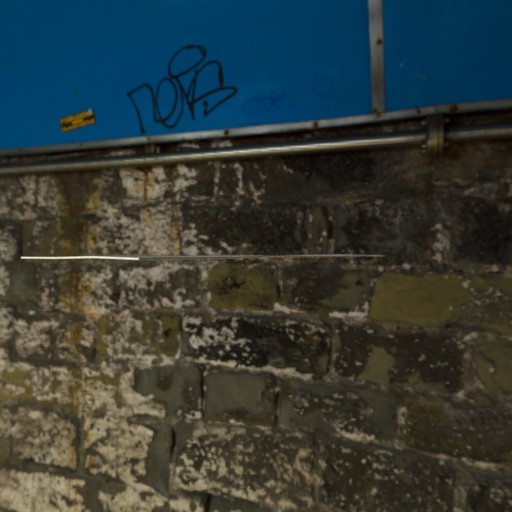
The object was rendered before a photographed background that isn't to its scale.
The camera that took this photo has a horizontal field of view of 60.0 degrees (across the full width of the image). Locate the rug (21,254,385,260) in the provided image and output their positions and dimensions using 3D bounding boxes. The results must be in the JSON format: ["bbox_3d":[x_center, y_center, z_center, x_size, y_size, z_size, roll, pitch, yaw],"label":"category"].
[{"bbox_3d":[0.000,0.000,2.687,0.762,0.013,2.439,0,0,35],"label":"rug"}]
